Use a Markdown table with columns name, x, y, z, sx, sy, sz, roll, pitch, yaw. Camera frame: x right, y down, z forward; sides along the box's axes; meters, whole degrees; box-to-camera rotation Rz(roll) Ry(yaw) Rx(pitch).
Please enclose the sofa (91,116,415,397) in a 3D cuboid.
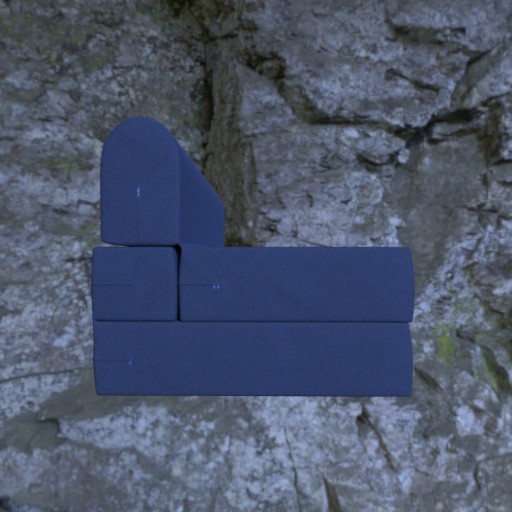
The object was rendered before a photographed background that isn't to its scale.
| name | x | y | z | sx | sy | sz | roll | pitch | yaw |
| --- | --- | --- | --- | --- | --- | --- | --- | --- | --- |
| sofa | 0.000 | 0.000 | 1.635 | 0.762 | 0.660 | 1.219 | 0 | 0 | 1 |
